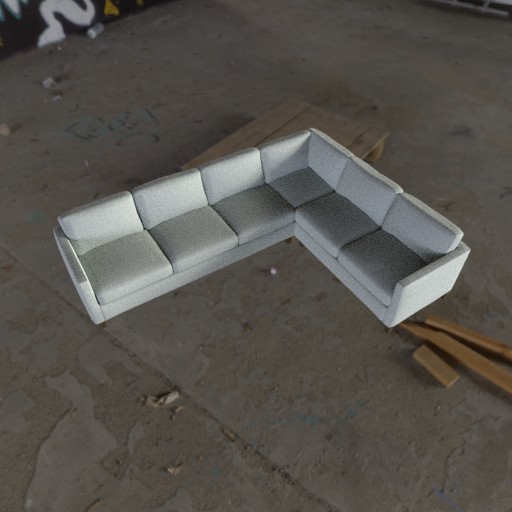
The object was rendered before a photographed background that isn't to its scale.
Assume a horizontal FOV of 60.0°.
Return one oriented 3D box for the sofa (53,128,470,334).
[{"bbox_3d":[0.000,0.000,4.497,3.333,0.934,2.522,-24,50,-22],"label":"sofa"}]
